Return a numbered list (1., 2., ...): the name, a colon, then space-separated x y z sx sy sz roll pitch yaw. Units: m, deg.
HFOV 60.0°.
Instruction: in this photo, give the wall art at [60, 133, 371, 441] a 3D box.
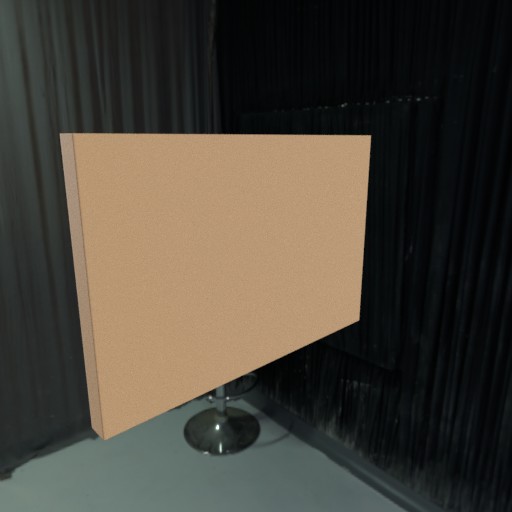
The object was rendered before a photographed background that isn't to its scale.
1. wall art: 0.000 0.000 0.772 0.609 0.407 0.039 -14 20 -41
